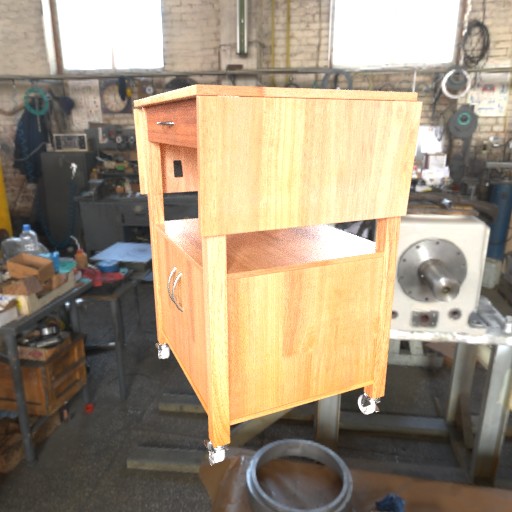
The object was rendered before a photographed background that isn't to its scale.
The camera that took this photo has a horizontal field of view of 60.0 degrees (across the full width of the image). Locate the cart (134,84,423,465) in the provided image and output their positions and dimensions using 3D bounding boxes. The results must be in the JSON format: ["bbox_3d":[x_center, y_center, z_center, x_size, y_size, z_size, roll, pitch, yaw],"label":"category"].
[{"bbox_3d":[0.000,0.000,1.242,0.508,0.838,0.640,-7,18,-23],"label":"cart"}]
